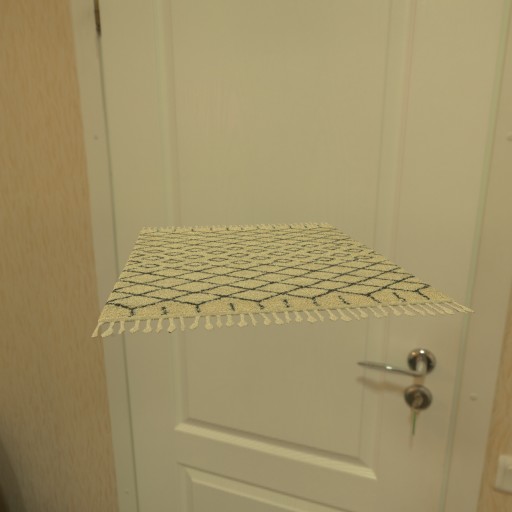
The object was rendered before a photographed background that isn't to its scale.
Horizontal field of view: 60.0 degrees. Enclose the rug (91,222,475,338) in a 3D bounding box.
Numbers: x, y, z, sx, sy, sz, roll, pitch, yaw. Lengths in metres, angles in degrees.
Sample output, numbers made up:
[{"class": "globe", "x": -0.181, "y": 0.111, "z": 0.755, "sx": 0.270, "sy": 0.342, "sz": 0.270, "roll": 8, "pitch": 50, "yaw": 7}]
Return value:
[{"class": "rug", "x": 0.000, "y": 0.000, "z": 4.211, "sx": 2.388, "sy": 0.030, "sz": 3.213, "roll": -2, "pitch": 15, "yaw": -8}]
